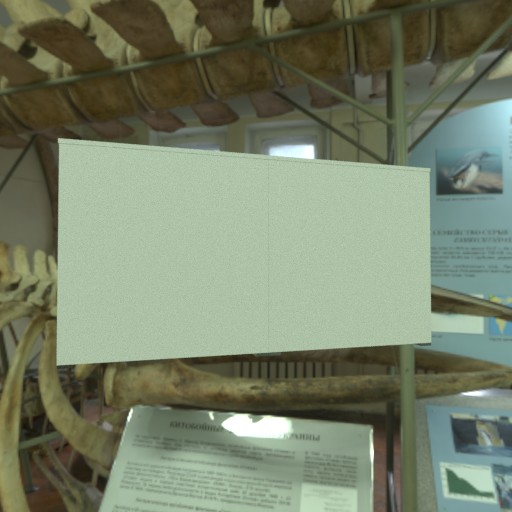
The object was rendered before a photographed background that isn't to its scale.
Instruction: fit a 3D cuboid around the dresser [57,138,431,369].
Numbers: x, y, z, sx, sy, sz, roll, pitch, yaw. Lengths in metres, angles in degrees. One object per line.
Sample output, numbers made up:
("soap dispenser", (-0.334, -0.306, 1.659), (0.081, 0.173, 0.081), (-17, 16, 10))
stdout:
("dresser", (0.000, 0.000, 1.906), (1.535, 0.790, 0.333), (0, -2, -18))
